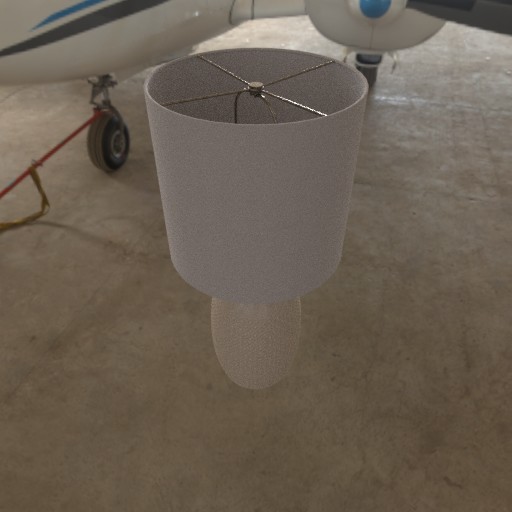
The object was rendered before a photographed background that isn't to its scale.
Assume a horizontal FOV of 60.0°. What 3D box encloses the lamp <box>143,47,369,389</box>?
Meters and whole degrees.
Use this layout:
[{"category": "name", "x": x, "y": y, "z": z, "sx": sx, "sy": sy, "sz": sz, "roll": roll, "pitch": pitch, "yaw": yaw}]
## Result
[{"category": "lamp", "x": 0.000, "y": 0.000, "z": 0.579, "sx": 0.217, "sy": 0.453, "sz": 0.217, "roll": -25, "pitch": 46, "yaw": -27}]
